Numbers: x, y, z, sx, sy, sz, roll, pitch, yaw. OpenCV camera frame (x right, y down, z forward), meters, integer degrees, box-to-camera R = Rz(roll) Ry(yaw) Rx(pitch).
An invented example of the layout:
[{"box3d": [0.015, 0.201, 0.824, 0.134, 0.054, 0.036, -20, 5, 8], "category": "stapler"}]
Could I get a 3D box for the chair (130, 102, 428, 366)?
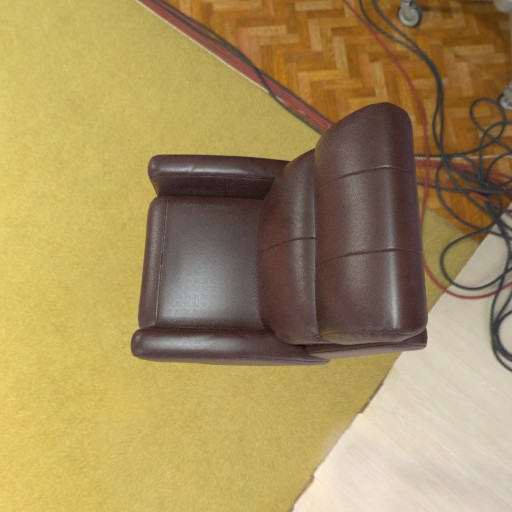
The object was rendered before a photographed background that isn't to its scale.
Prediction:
[{"box3d": [0.000, 0.000, 1.661, 0.939, 1.016, 0.787, 1, 74, 0], "category": "chair"}]
